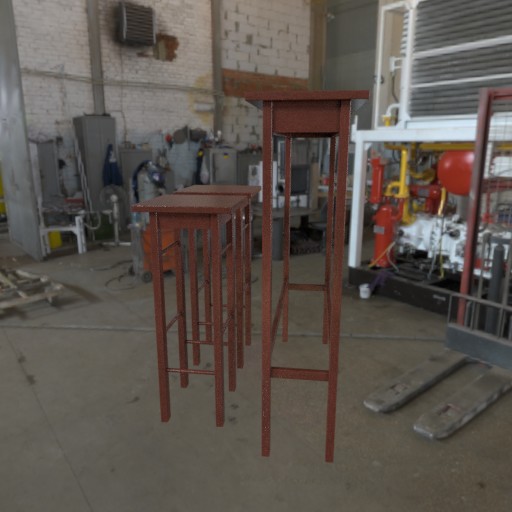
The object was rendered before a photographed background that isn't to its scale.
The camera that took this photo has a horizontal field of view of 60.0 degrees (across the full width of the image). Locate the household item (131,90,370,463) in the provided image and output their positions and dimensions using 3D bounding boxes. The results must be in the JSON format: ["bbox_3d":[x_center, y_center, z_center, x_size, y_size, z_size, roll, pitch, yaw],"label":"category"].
[{"bbox_3d":[0.000,0.000,1.673,0.676,1.067,0.914,2,14,8],"label":"household item"}]
